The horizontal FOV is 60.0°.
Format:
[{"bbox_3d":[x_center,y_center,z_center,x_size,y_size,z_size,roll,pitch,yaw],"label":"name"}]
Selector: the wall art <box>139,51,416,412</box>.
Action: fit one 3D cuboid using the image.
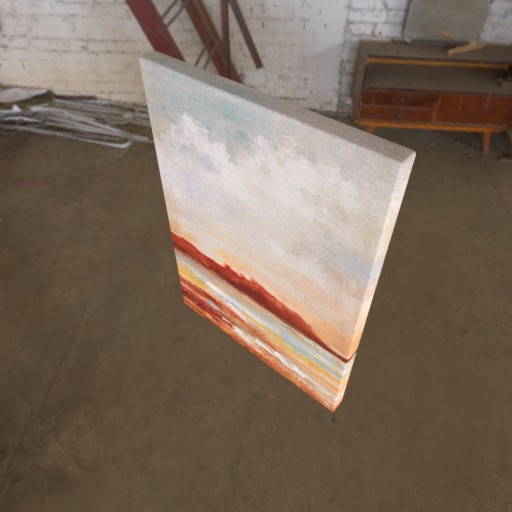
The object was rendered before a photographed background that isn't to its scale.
[{"bbox_3d":[0.000,0.000,0.801,0.443,0.605,0.035,31,54,27],"label":"wall art"}]
